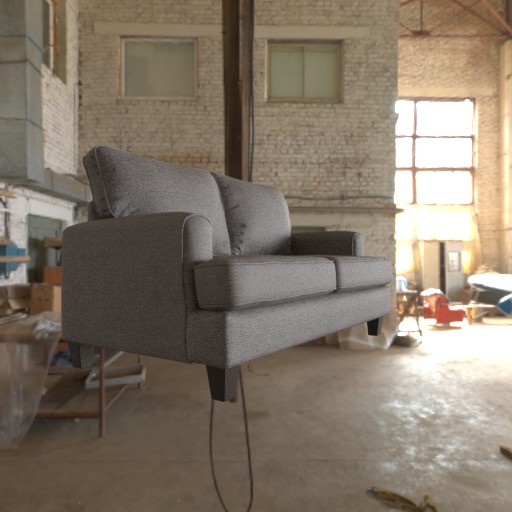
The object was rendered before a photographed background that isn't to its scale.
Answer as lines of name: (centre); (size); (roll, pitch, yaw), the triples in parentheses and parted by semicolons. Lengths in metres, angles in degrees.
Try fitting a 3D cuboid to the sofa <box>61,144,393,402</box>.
sofa: (0.000, 0.000, 2.313); (0.965, 0.965, 1.651); (0, 0, 35)
